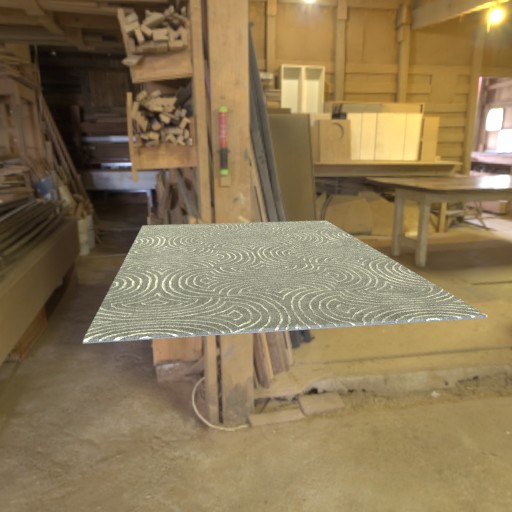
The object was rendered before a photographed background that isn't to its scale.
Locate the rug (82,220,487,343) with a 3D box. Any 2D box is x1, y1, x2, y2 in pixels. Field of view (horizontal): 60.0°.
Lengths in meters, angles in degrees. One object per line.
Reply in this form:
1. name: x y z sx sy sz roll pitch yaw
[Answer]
1. rug: 0.000 0.000 2.677 1.543 0.015 2.144 -2 15 -8
